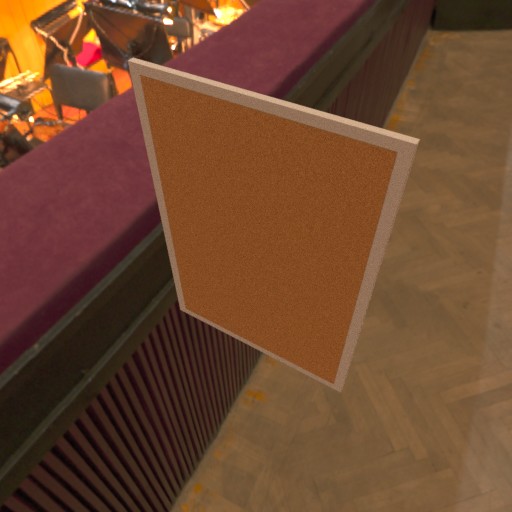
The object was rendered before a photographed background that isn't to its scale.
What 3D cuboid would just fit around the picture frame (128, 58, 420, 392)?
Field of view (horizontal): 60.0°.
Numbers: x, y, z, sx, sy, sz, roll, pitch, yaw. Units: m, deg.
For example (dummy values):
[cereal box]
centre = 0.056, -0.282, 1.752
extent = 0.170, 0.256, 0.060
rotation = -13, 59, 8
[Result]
[picture frame]
centre = 0.000, 0.000, 0.857
extent = 0.457, 0.657, 0.013
rotation = 23, 51, 20
